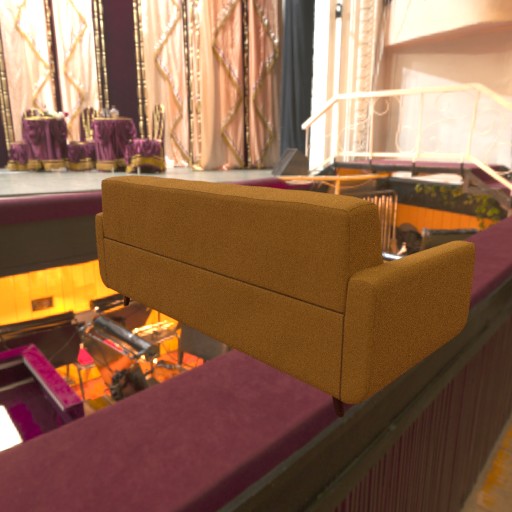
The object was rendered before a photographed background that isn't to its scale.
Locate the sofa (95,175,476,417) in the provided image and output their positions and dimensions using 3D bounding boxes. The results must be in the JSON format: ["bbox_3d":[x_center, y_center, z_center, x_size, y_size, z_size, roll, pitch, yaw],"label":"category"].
[{"bbox_3d":[0.000,0.000,2.456,0.909,0.841,2.029,-13,19,-43],"label":"sofa"}]
